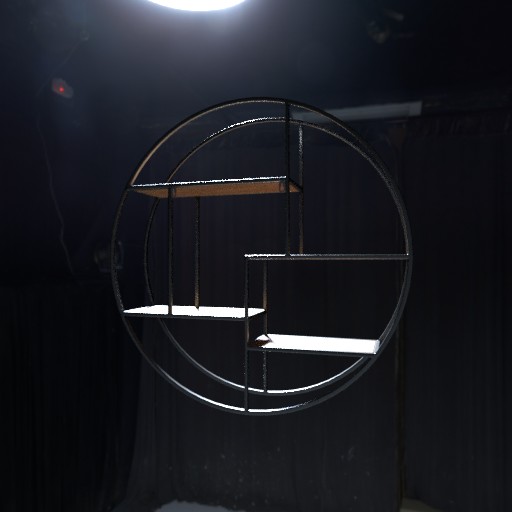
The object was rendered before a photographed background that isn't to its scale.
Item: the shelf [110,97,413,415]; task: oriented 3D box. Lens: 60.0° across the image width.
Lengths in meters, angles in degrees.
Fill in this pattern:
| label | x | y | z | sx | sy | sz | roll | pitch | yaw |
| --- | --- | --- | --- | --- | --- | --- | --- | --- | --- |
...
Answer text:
| label | x | y | z | sx | sy | sz | roll | pitch | yaw |
| --- | --- | --- | --- | --- | --- | --- | --- | --- | --- |
| shelf | 0.000 | 0.000 | 1.337 | 0.888 | 0.888 | 0.202 | 0 | -1 | 18 |
